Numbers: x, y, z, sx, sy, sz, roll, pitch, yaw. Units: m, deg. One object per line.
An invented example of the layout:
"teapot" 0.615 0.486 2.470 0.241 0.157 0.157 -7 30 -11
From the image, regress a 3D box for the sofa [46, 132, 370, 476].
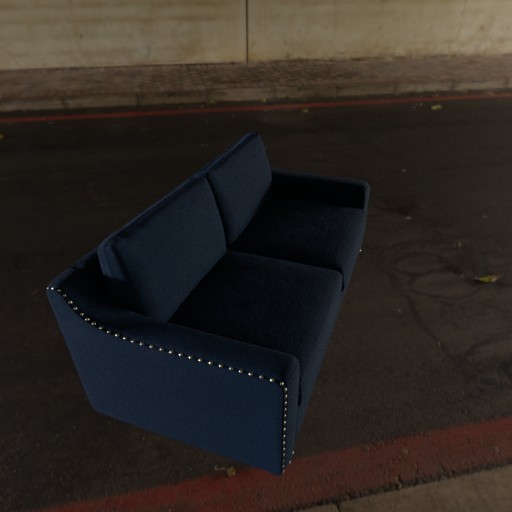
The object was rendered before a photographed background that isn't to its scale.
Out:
"sofa" 0.000 0.000 2.689 1.104 0.983 2.107 11 33 17
